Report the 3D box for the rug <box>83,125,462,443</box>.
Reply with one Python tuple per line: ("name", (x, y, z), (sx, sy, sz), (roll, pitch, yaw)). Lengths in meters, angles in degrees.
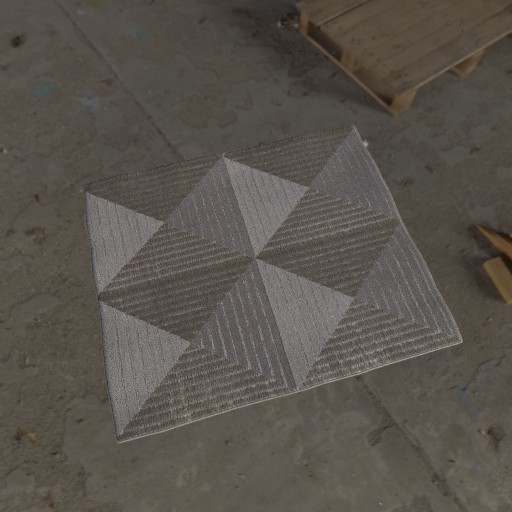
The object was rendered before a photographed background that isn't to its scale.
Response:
("rug", (0.000, 0.000, 0.891), (0.642, 0.008, 0.551), (-14, 64, -7))
